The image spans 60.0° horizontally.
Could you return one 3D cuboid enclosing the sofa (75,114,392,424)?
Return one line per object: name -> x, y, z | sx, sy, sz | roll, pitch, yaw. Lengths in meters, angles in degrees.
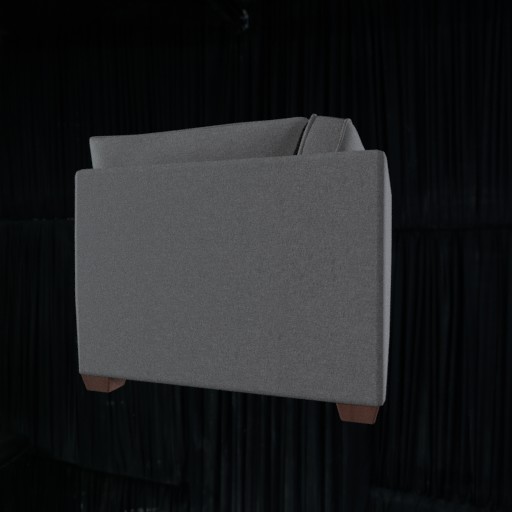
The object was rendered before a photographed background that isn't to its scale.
sofa -> 0.000, 0.000, 1.982 | 1.146, 1.002, 1.084 | 0, 1, 18
